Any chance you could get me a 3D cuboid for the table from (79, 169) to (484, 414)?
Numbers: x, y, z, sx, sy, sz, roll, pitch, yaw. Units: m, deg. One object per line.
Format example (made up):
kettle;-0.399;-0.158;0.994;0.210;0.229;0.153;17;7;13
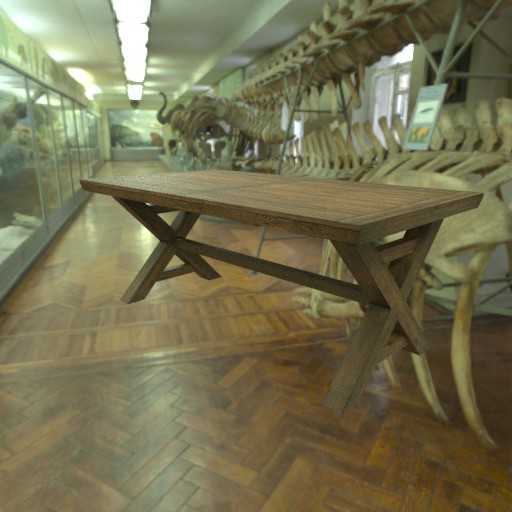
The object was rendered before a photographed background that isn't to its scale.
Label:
table;0.000;0.000;2.496;1.966;0.793;1.071;15;21;43
